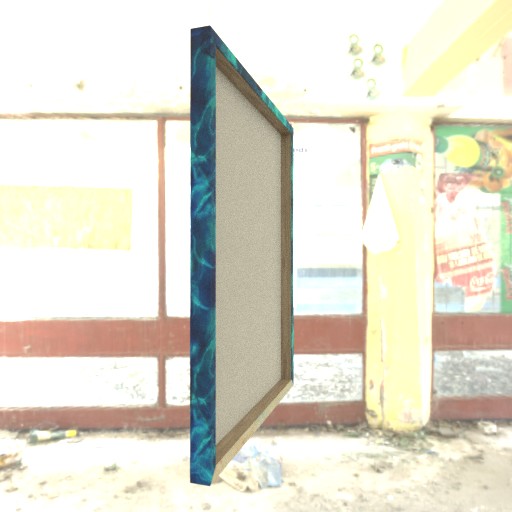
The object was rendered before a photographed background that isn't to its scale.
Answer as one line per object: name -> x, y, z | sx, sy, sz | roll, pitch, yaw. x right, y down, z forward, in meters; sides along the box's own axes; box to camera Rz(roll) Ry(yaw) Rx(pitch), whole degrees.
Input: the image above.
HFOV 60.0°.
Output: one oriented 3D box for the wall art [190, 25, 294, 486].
wall art -> 0.000, 0.000, 1.026 | 0.038, 0.760, 0.609 | 0, 0, 18
